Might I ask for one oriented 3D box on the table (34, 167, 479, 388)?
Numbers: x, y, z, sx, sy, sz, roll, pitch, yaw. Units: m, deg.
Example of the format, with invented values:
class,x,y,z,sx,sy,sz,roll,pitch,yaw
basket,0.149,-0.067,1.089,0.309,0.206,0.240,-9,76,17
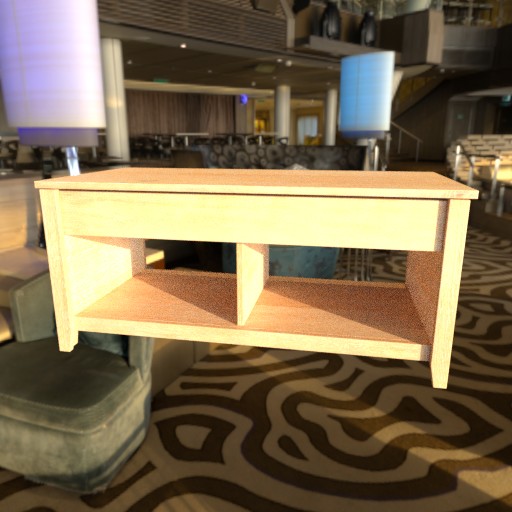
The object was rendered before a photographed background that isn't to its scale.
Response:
class,x,y,z,sx,sy,sz,roll,pitch,yaw
table,0.000,0.000,1.283,1.016,0.457,0.483,3,16,10
